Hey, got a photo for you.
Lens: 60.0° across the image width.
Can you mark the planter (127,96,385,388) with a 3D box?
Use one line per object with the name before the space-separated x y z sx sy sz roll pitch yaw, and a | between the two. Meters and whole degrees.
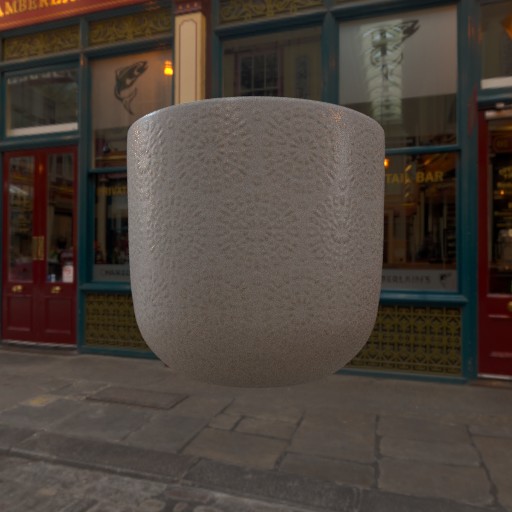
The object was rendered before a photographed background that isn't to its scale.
planter | 0.000 0.000 0.370 0.208 0.190 0.208 0 -1 0
